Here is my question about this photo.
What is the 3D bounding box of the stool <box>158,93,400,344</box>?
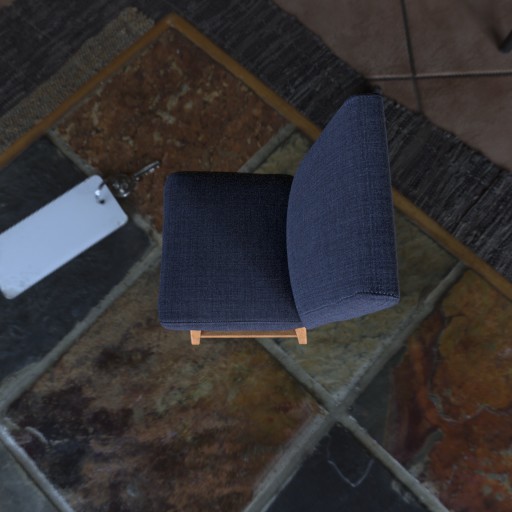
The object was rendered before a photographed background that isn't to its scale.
[{"bbox_3d":[0.000,0.000,1.317,0.526,1.010,0.459,0,76,0],"label":"stool"}]
